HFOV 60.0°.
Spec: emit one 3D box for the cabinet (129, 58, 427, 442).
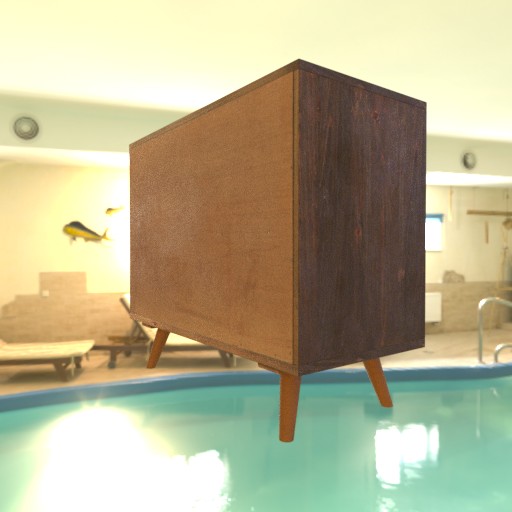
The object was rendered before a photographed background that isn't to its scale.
[{"bbox_3d":[0.000,0.000,1.556,0.529,0.897,1.023,-1,1,-37],"label":"cabinet"}]
